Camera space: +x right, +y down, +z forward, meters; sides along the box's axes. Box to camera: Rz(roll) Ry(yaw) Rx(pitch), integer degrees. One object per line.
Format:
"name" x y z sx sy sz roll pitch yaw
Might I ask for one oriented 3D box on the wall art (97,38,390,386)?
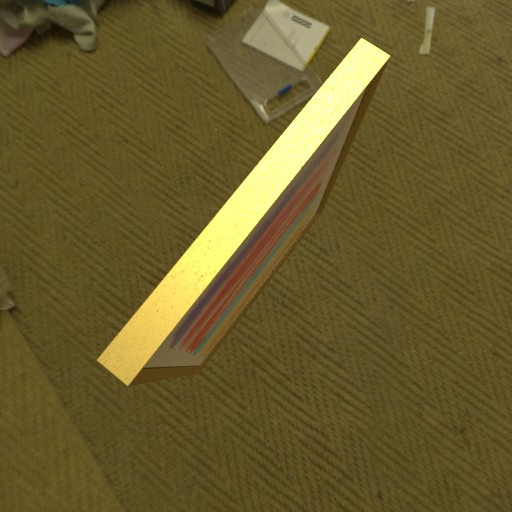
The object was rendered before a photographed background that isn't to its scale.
"wall art" 0.000 0.000 0.861 0.048 0.642 0.537 36 79 8
